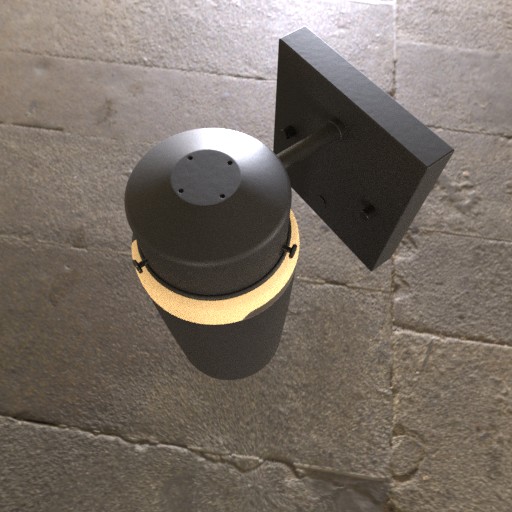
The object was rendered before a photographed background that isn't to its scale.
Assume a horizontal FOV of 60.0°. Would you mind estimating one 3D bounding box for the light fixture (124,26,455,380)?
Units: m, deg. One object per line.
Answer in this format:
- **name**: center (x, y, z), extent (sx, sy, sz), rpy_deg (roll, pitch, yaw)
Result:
- **light fixture**: center (0.000, 0.000, 0.356), extent (0.176, 0.257, 0.130), rpy_deg (-33, 67, -16)
